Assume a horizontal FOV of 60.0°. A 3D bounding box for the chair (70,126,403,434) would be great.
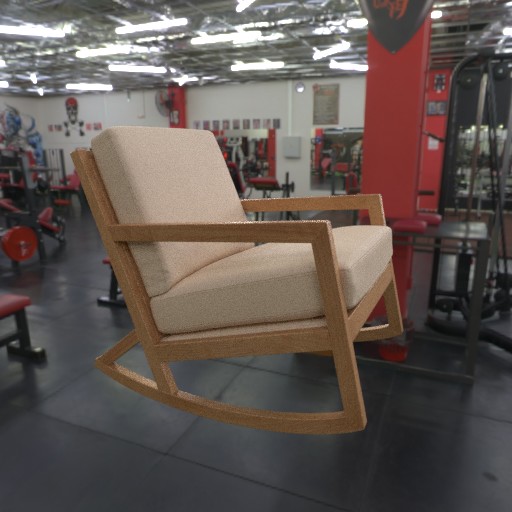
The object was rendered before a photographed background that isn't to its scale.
[{"bbox_3d":[0.000,0.000,1.406,0.857,0.790,0.622,7,16,25],"label":"chair"}]
